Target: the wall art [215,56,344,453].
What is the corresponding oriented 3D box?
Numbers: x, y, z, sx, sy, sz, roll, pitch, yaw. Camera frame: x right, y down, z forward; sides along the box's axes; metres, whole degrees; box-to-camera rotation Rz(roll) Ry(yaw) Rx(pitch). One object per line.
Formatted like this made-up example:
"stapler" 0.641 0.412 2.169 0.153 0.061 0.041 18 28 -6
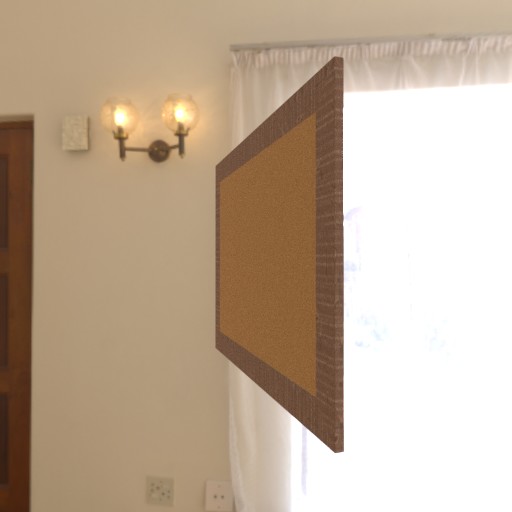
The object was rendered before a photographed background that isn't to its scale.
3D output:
"wall art" 0.000 0.000 1.353 0.020 0.761 1.056 0 0 -18
